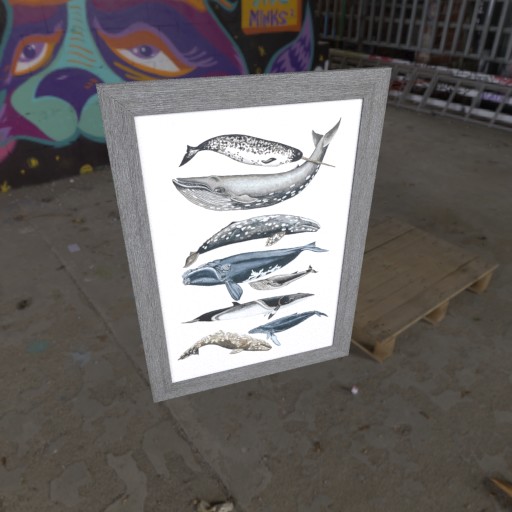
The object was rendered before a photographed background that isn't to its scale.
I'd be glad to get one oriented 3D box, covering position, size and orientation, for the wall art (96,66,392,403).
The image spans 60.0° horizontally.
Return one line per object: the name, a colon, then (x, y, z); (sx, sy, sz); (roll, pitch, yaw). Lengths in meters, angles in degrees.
wall art: (0.000, 0.000, 1.395); (0.768, 1.070, 0.020); (-10, 33, -15)
